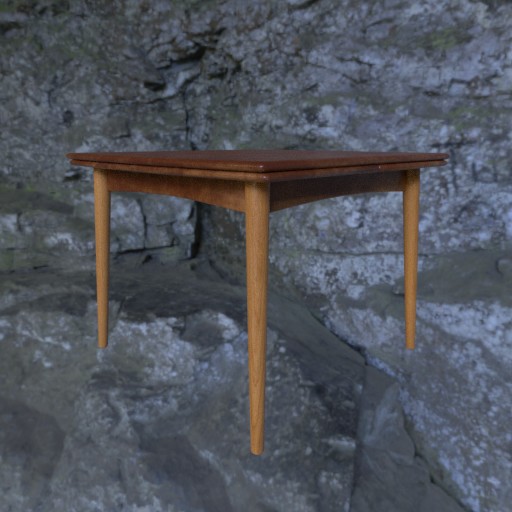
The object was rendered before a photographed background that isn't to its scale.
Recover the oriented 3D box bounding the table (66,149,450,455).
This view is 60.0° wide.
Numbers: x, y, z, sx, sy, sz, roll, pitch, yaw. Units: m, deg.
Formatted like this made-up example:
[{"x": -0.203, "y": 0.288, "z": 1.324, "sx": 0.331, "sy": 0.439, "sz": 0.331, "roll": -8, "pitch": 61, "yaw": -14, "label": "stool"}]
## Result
[{"x": 0.000, "y": 0.000, "z": 1.665, "sx": 0.991, "sy": 0.754, "sz": 0.991, "roll": -14, "pitch": 20, "yaw": -43, "label": "table"}]
